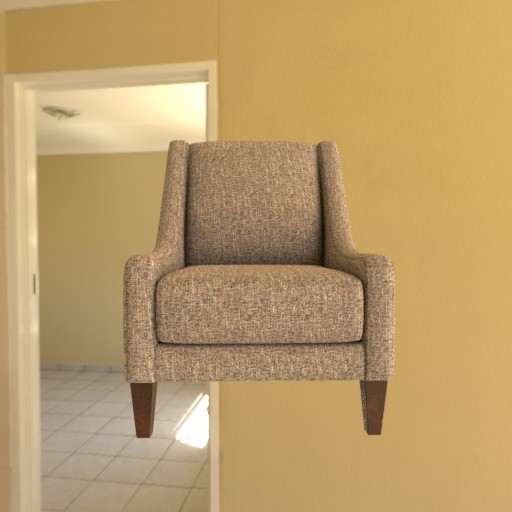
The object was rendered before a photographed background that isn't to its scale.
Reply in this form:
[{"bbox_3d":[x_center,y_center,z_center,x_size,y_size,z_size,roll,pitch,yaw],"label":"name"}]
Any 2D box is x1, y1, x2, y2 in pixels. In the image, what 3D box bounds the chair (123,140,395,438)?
[{"bbox_3d":[0.000,0.000,1.629,0.774,1.014,0.870,0,2,-2],"label":"chair"}]
